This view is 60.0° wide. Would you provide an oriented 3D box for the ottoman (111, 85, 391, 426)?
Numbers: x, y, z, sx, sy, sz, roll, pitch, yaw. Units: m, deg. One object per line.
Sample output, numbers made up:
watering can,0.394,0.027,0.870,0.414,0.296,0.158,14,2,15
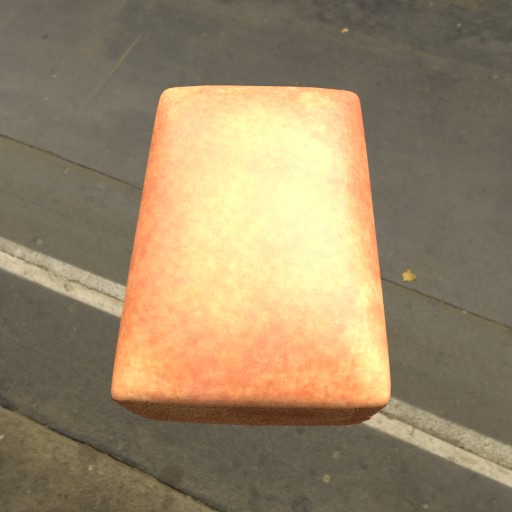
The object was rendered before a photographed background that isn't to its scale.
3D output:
ottoman,0.000,0.000,1.186,0.565,0.507,0.852,1,63,1
